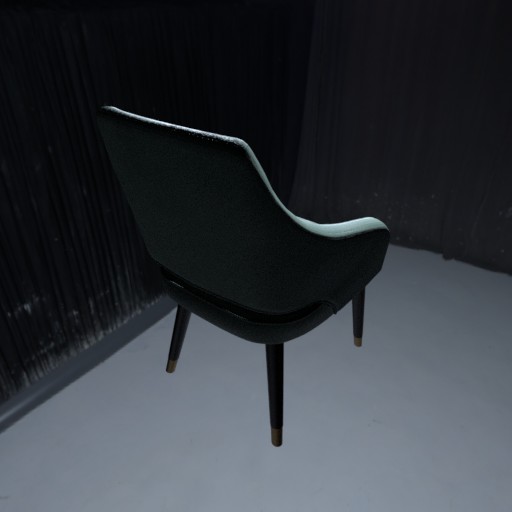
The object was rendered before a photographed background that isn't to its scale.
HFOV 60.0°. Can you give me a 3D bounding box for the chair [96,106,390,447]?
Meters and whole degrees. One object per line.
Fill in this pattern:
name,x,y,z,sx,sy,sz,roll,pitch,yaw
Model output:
chair,0.000,0.000,1.514,0.683,1.081,0.794,23,39,31
